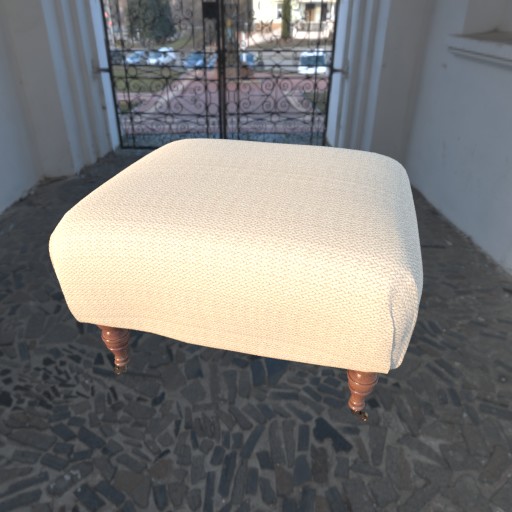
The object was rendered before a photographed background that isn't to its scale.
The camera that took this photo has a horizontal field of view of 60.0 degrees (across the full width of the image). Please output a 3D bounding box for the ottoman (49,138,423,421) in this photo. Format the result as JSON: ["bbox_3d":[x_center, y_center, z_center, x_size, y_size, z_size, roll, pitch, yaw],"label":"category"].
[{"bbox_3d":[0.000,0.000,1.046,0.684,0.447,0.622,7,31,12],"label":"ottoman"}]
